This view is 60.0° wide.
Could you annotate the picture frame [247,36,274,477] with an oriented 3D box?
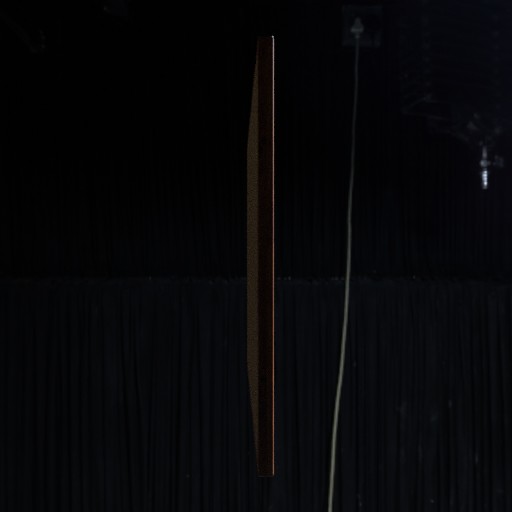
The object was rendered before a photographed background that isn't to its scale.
[{"bbox_3d":[0.000,0.000,1.224,0.029,0.817,0.810,0,0,-3],"label":"picture frame"}]
